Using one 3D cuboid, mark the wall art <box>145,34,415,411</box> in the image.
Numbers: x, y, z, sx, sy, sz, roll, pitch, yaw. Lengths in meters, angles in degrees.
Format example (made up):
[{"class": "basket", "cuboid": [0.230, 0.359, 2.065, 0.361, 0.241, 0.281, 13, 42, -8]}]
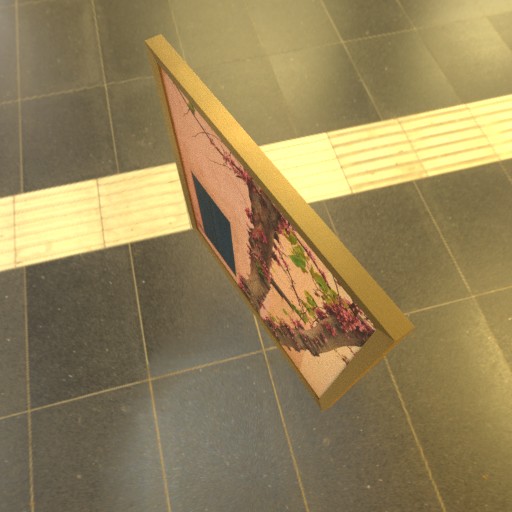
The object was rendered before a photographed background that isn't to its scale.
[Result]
[{"class": "wall art", "cuboid": [0.000, 0.000, 1.117, 0.038, 0.762, 0.762, -31, 68, -15]}]
